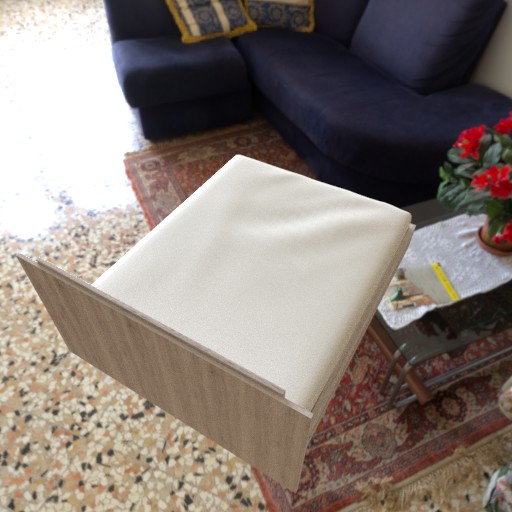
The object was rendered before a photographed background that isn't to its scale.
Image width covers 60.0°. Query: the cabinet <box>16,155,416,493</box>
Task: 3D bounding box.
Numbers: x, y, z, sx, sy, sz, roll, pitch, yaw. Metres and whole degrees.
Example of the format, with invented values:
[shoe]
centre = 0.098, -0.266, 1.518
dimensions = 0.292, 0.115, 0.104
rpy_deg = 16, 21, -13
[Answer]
[cabinet]
centre = 0.000, 0.000, 3.015
dimensions = 1.750, 0.970, 2.080
rpy_deg = 23, 50, 21
